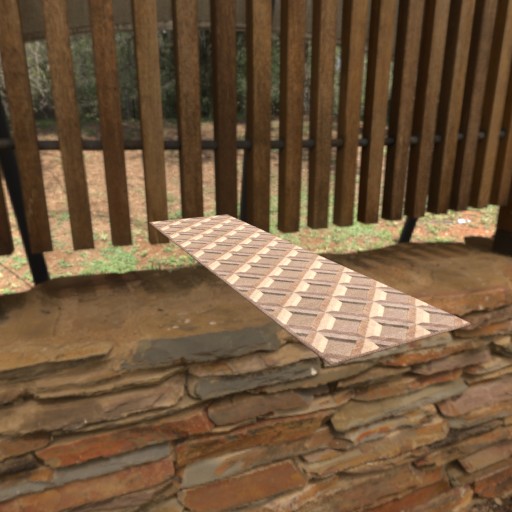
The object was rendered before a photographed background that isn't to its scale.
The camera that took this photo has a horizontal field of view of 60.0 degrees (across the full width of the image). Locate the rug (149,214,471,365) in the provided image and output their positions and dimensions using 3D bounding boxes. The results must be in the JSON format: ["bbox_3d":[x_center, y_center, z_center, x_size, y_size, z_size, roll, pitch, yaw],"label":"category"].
[{"bbox_3d":[0.000,0.000,2.650,0.685,0.013,2.437,-8,19,-26],"label":"rug"}]
